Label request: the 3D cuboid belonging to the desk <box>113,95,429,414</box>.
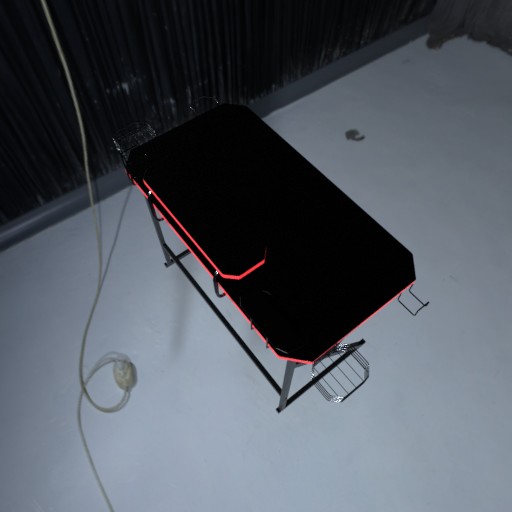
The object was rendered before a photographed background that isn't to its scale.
[{"bbox_3d":[0.000,0.000,1.762,0.588,0.913,1.280,-33,64,-19],"label":"desk"}]
